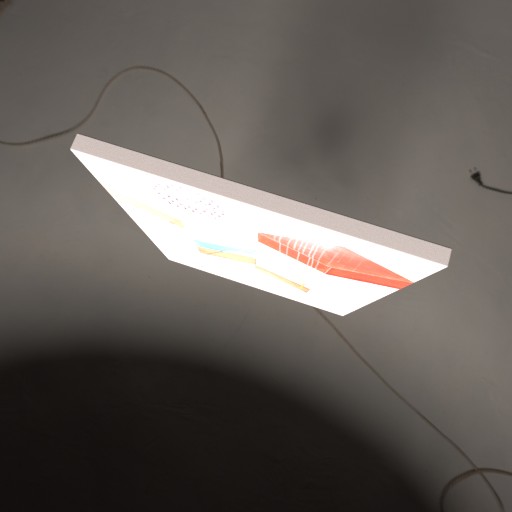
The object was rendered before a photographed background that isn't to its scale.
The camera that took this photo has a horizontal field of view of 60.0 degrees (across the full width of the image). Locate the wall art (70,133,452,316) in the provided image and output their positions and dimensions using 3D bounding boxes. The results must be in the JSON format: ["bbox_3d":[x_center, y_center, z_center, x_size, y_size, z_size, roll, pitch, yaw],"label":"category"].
[{"bbox_3d":[0.000,0.000,1.618,0.914,1.221,0.046,18,78,4],"label":"wall art"}]
